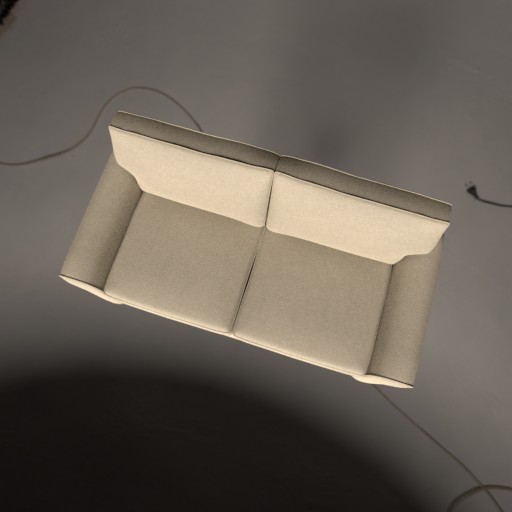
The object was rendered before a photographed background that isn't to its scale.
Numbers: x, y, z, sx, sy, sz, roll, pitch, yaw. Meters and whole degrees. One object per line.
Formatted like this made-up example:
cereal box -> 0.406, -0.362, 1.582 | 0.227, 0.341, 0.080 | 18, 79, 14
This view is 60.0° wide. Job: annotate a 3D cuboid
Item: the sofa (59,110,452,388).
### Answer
sofa -> 0.000, 0.000, 2.290 | 1.774, 0.933, 0.861 | 17, 76, 4
